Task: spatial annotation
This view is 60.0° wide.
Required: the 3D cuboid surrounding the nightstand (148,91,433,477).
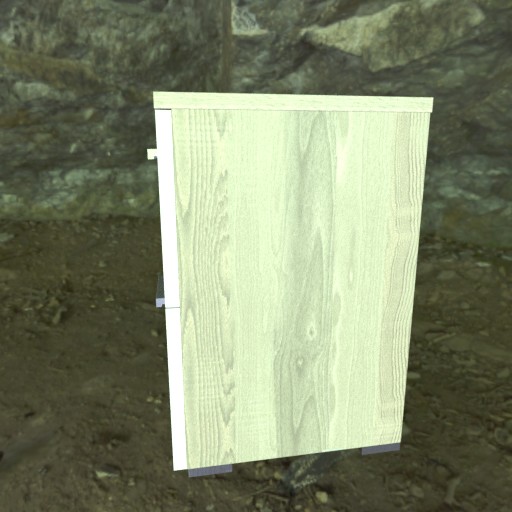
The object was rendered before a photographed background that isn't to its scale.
[{"bbox_3d":[0.000,0.000,0.737,0.325,0.461,0.442,-3,14,-10],"label":"nightstand"}]
